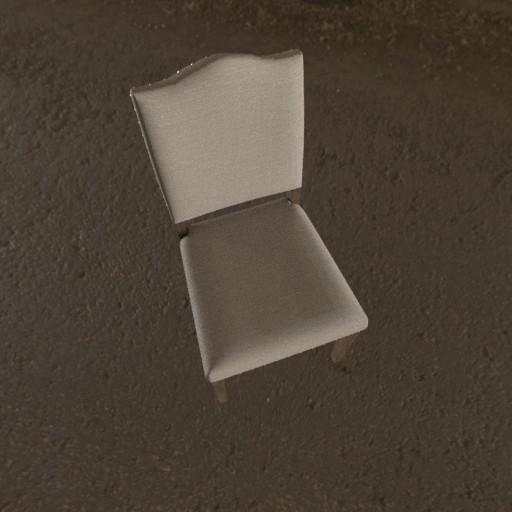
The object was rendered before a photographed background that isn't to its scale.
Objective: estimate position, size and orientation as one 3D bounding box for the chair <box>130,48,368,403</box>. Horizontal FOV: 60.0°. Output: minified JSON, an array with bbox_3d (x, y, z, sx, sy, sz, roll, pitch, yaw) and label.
[{"bbox_3d":[0.000,0.000,1.376,0.508,1.020,0.620,-17,64,-9],"label":"chair"}]
